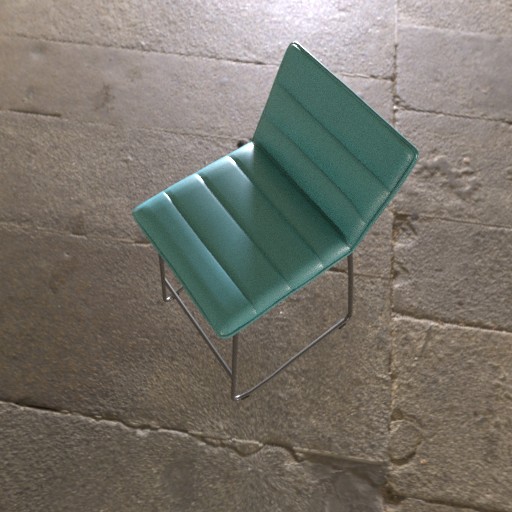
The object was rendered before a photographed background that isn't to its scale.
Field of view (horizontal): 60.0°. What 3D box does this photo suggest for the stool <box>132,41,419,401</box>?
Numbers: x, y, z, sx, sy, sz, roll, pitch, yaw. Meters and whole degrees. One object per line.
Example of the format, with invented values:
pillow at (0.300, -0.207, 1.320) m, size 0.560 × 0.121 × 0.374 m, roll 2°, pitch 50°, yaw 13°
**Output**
stool at (0.000, 0.000, 1.241) m, size 0.524 × 0.936 × 0.489 m, roll -34°, pitch 69°, yaw -15°
